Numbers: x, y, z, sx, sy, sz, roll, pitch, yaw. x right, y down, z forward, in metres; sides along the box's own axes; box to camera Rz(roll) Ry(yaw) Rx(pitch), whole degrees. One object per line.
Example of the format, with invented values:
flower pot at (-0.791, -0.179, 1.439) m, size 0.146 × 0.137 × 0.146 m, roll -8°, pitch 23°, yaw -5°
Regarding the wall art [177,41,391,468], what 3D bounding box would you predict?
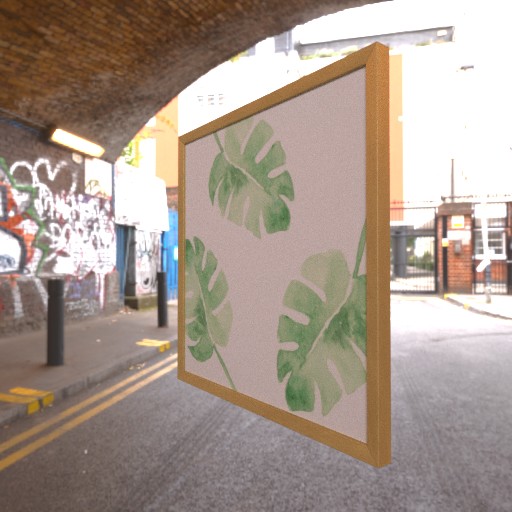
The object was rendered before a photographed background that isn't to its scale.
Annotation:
wall art at (0.000, 0.000, 1.104) m, size 0.037 × 0.763 × 0.763 m, roll 1°, pitch -1°, yaw -37°
